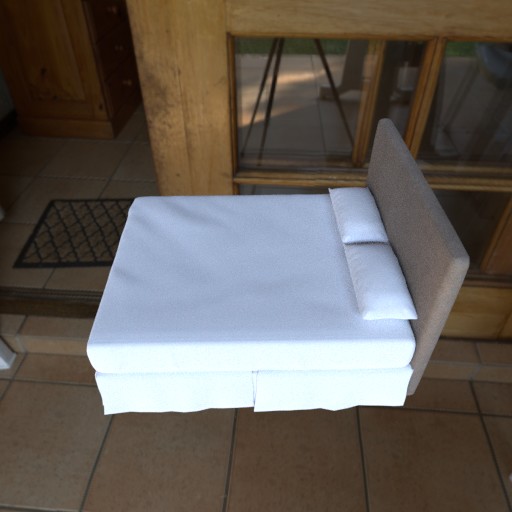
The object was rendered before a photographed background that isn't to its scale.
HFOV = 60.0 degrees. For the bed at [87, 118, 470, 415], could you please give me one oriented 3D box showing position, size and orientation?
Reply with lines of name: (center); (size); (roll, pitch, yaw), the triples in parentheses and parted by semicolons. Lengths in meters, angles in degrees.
bed: (0.000, 0.000, 3.191); (2.142, 1.330, 1.723); (-1, 42, -1)
